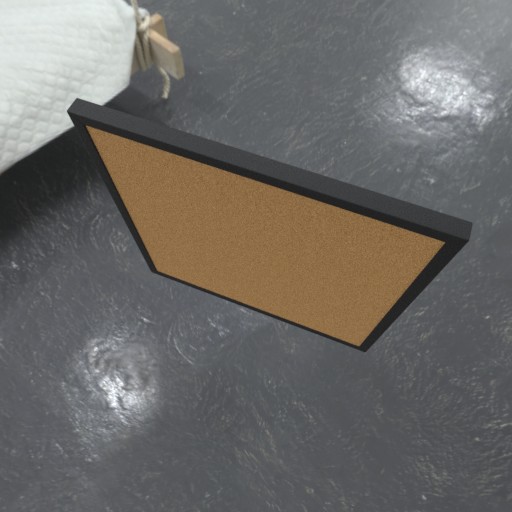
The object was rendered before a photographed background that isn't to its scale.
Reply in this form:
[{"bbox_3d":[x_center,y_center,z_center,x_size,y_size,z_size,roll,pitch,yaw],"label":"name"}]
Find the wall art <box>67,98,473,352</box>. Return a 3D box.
[{"bbox_3d":[0.000,0.000,1.134,0.763,0.763,0.037,20,66,9],"label":"wall art"}]
